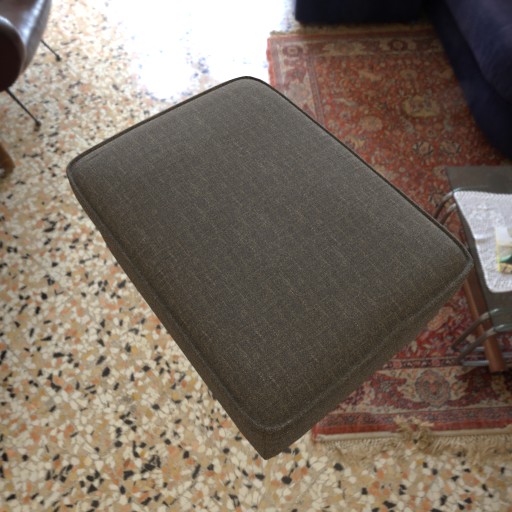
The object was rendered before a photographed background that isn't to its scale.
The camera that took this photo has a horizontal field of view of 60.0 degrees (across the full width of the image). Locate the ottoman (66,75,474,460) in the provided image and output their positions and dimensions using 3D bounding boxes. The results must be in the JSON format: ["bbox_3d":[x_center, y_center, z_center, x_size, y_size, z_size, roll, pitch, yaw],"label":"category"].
[{"bbox_3d":[0.000,0.000,1.067,0.549,0.450,0.749,-34,64,-19],"label":"ottoman"}]
